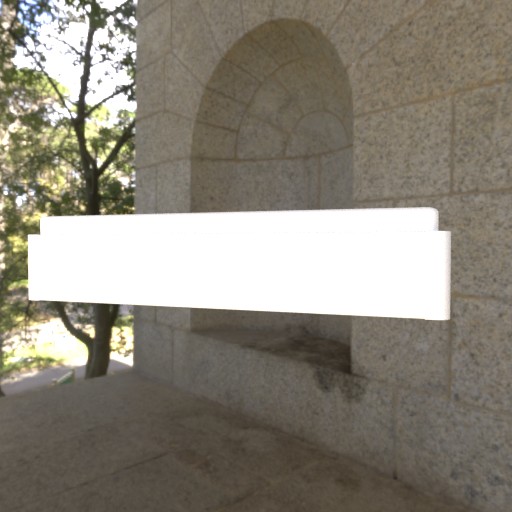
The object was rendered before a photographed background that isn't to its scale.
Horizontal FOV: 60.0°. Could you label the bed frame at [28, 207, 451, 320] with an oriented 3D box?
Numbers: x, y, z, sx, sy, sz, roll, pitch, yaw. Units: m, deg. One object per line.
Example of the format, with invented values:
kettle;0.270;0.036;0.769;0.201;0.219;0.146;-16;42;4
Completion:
bed frame;0.000;0.000;2.511;1.900;0.406;1.400;0;2;18
